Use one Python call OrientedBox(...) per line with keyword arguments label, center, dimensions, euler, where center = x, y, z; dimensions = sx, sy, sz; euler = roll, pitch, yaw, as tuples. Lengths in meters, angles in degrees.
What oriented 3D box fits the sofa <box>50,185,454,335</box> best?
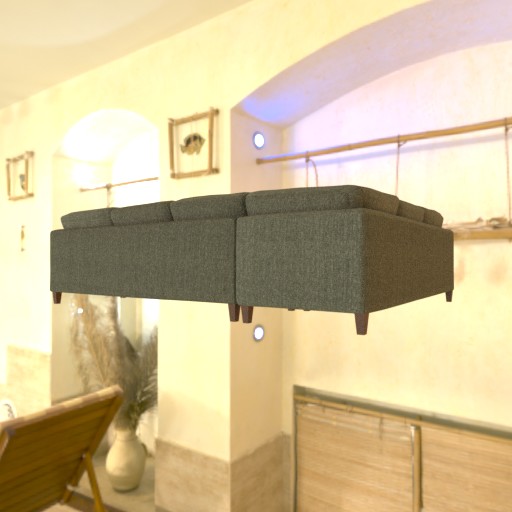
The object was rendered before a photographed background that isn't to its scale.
OrientedBox(label="sofa", center=(0.000, 0.000, 4.503), dimensions=(3.302, 0.947, 2.593), euler=(0, -1, 35))
